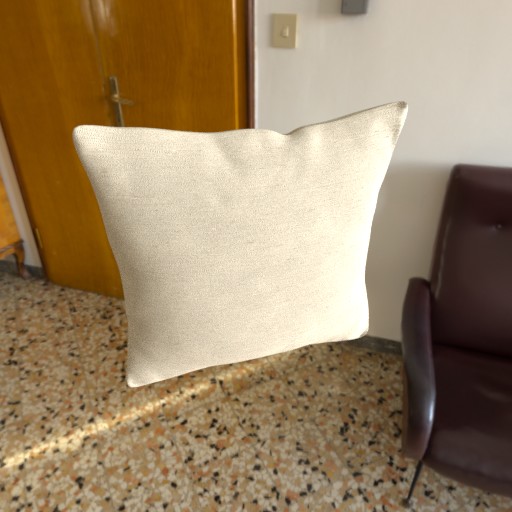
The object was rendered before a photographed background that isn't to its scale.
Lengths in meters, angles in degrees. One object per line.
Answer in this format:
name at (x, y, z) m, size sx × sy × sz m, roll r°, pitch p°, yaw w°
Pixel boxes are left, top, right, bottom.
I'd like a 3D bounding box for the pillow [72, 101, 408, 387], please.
pillow at (0.000, 0.000, 0.660) m, size 0.437 × 0.420 × 0.162 m, roll -9°, pitch 32°, yaw -15°
